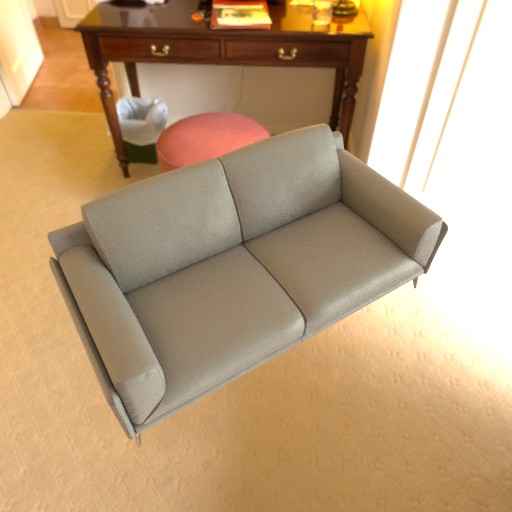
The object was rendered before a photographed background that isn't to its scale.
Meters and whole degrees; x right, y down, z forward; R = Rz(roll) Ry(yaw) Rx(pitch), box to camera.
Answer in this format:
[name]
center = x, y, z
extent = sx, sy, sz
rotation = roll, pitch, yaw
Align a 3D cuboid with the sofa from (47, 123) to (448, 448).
[sofa]
center = 0.000, 0.000, 2.626
extent = 2.101, 0.930, 1.049
rotation = -24, 50, -22
